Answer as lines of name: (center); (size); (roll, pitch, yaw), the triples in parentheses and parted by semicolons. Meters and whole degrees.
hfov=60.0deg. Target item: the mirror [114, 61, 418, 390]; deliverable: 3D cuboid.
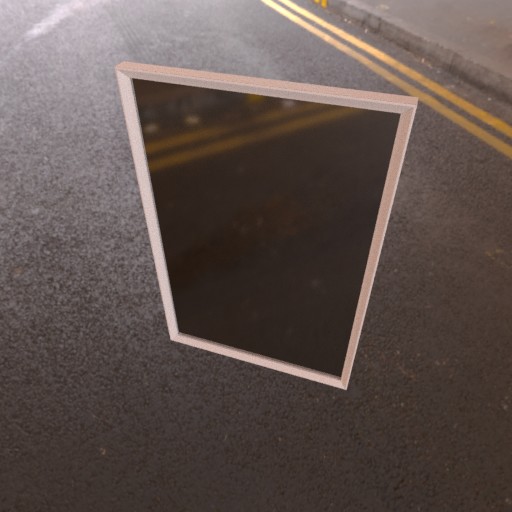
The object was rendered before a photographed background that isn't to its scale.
mirror: (0.000, 0.000, 1.167); (0.609, 0.915, 0.041); (13, 43, 14)
